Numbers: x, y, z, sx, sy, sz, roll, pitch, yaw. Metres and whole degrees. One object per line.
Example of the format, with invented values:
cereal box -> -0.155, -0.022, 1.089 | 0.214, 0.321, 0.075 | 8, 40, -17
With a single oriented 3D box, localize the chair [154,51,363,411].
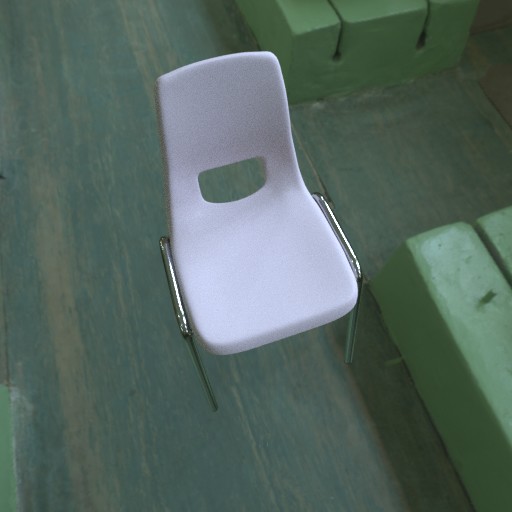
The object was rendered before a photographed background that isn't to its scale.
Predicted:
chair -> 0.000, 0.000, 0.927 | 0.381, 0.653, 0.436 | -17, 64, -9
